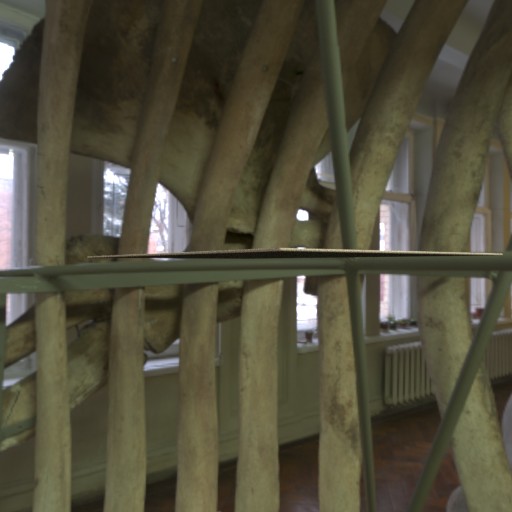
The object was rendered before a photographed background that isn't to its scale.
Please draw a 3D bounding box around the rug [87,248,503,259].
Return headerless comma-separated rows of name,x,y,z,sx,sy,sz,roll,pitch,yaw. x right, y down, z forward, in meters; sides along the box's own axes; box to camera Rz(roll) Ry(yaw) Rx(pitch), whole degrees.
rug,0.000,0.000,2.932,1.533,0.011,2.439,1,-1,-35
